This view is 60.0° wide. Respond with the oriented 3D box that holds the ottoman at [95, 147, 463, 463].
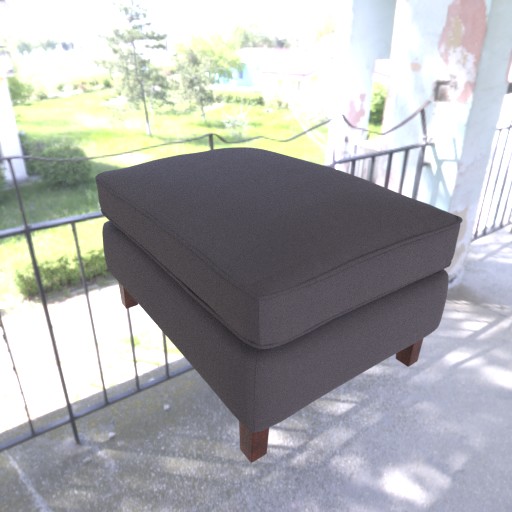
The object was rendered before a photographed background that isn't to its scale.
[{"bbox_3d":[0.000,0.000,0.982,0.508,0.406,0.686,-18,32,-31],"label":"ottoman"}]
